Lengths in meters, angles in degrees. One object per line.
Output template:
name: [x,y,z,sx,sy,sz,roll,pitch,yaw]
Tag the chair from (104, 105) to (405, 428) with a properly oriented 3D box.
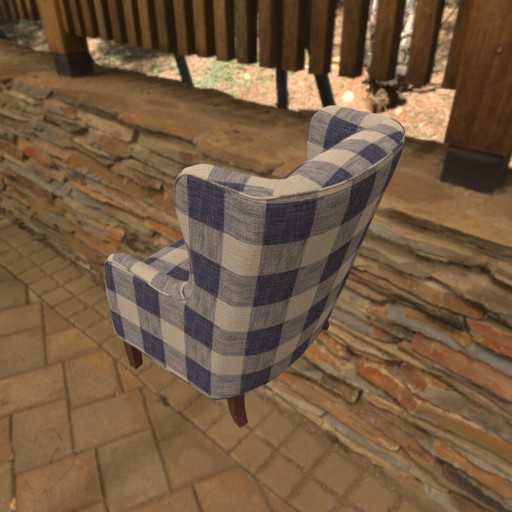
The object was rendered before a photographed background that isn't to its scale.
chair: [0.000,0.000,1.728,0.889,1.041,0.830,22,39,30]
